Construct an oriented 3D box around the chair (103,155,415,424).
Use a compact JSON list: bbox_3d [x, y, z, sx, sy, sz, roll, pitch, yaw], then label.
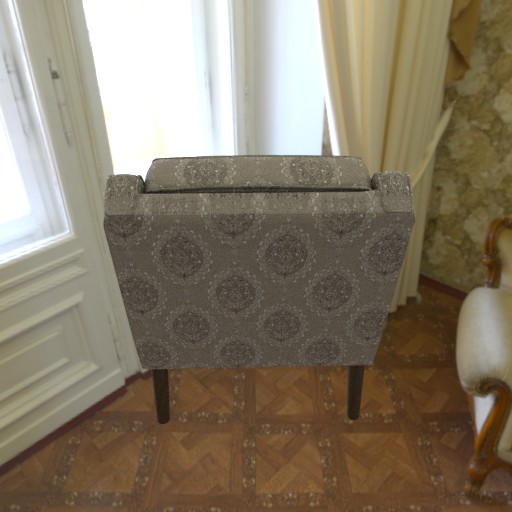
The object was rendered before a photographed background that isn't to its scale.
[{"bbox_3d":[0.000,0.000,1.392,0.665,0.797,0.750,-1,31,-1],"label":"chair"}]
